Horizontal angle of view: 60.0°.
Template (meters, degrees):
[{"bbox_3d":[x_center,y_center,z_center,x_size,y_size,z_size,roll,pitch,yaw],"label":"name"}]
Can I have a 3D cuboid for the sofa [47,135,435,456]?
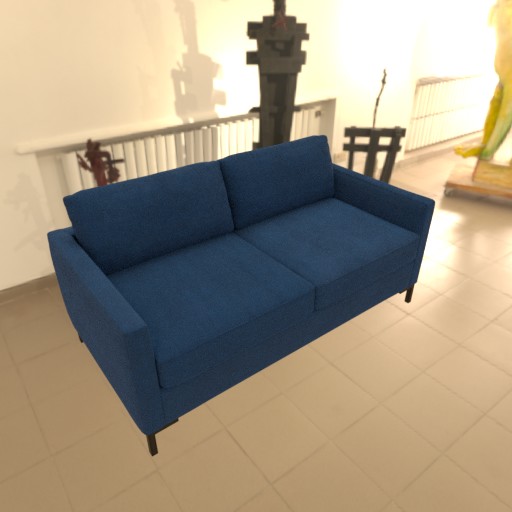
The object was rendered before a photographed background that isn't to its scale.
[{"bbox_3d":[0.000,0.000,2.170,1.676,0.817,0.875,-22,37,-31],"label":"sofa"}]
